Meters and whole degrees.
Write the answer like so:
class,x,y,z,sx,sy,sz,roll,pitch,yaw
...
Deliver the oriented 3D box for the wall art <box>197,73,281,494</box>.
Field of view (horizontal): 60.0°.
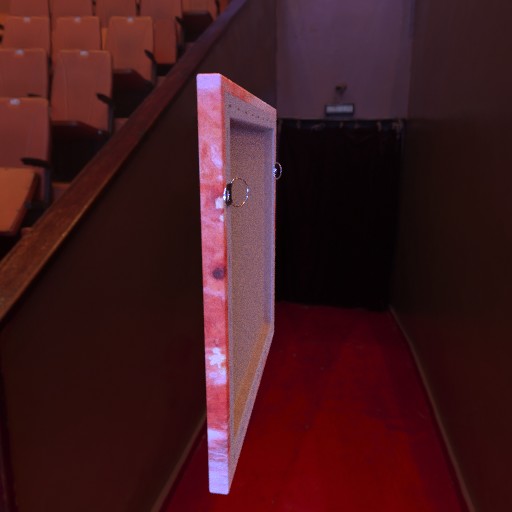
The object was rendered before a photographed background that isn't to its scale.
class,x,y,z,sx,sy,sz,roll,pitch,yaw
wall art,0.000,0.000,1.104,0.064,0.746,0.747,2,14,9
